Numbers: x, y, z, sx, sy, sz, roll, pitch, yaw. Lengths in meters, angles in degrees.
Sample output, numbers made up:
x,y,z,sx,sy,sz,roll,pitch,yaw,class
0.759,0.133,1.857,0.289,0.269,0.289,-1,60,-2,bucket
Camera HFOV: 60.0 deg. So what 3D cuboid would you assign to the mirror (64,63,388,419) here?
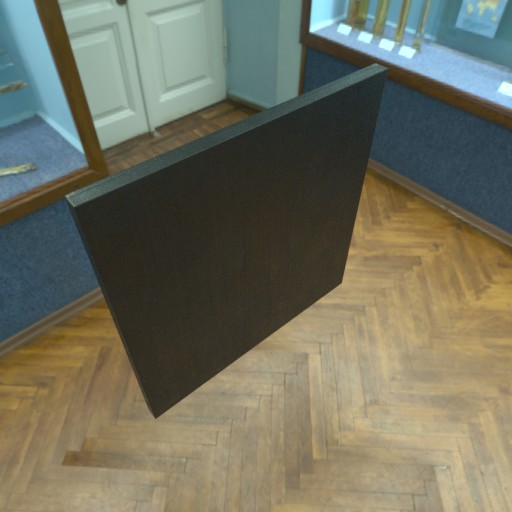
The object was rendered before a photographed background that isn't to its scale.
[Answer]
x,y,z,sx,sy,sz,roll,pitch,yaw,class
0.000,0.000,0.566,0.382,0.381,0.020,-31,54,-27,mirror
